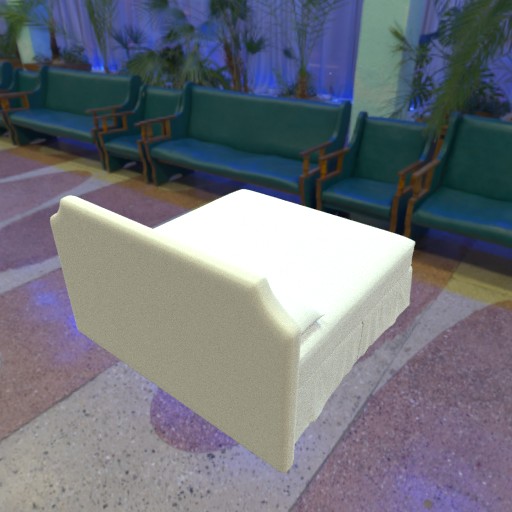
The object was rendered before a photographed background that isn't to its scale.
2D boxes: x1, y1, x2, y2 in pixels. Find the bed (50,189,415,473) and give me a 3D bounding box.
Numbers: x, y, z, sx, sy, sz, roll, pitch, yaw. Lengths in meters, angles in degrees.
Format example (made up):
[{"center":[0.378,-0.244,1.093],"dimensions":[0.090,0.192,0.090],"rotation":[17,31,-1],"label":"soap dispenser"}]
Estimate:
[{"center":[0.000,0.000,3.625],"dimensions":[2.160,1.301,2.204],"rotation":[22,37,32],"label":"bed"}]
